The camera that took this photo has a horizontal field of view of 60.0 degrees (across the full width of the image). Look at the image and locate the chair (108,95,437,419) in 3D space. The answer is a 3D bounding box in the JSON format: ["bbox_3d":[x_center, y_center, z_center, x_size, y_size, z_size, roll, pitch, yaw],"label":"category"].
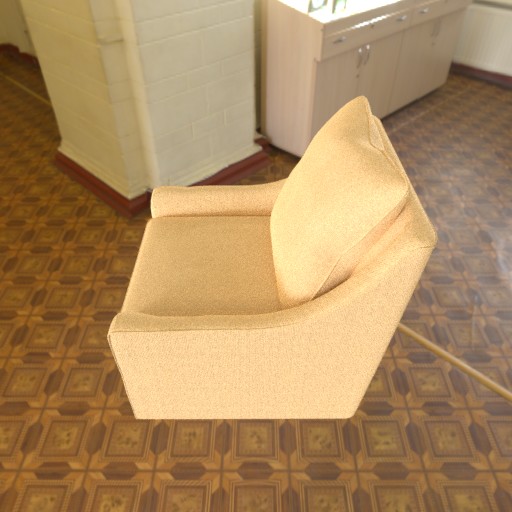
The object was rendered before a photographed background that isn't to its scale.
[{"bbox_3d":[0.000,0.000,1.552,0.876,0.927,0.760,0,41,0],"label":"chair"}]
